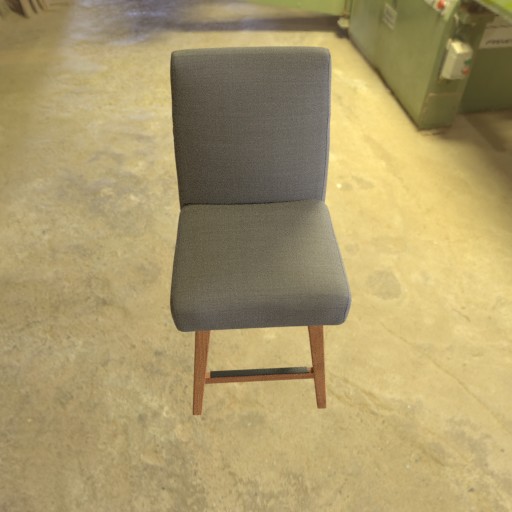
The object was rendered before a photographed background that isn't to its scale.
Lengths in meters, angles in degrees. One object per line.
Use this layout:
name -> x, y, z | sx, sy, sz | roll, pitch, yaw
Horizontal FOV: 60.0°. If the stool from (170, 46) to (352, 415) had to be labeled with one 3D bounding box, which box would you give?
stool -> 0.000, 0.000, 1.325 | 0.459, 1.019, 0.570 | -2, 46, -2
